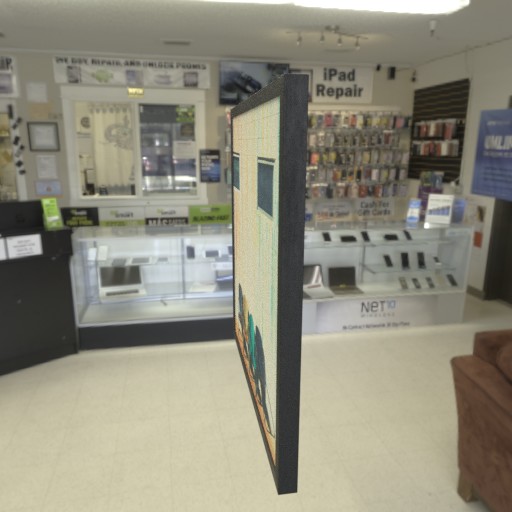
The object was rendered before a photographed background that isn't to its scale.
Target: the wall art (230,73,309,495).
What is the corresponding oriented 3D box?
[{"bbox_3d":[0.000,0.000,1.131,0.039,0.763,0.763,-2,15,-9],"label":"wall art"}]
